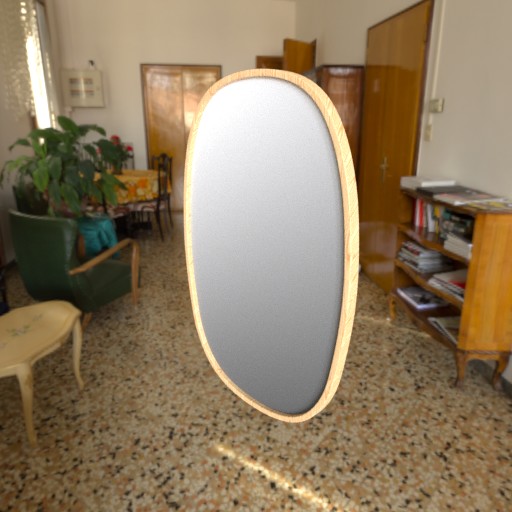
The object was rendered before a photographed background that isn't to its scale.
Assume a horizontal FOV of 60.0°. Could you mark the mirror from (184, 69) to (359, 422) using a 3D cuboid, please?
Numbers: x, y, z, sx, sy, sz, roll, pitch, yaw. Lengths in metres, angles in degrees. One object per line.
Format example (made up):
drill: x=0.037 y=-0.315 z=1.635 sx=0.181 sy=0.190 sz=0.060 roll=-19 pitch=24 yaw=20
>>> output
mirror: x=0.000 y=0.000 z=1.381 sx=0.037 sy=1.075 sz=0.724 roll=-15 pitch=23 yaw=-41
